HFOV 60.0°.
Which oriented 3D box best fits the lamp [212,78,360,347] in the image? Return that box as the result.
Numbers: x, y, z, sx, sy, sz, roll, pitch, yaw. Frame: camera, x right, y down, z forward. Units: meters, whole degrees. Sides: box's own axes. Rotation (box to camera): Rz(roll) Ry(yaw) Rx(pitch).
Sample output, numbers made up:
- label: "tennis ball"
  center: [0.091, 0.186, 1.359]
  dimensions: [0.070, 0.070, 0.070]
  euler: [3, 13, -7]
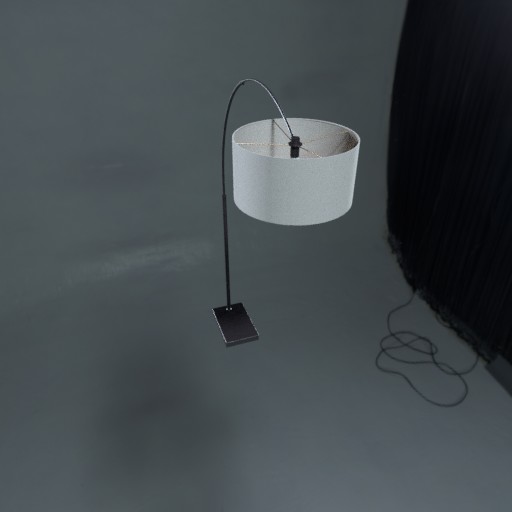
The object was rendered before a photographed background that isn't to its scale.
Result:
- label: "lamp"
  center: [0.000, 0.000, 2.551]
  dimensions: [0.493, 1.927, 1.424]
  euler: [-11, 35, -16]
